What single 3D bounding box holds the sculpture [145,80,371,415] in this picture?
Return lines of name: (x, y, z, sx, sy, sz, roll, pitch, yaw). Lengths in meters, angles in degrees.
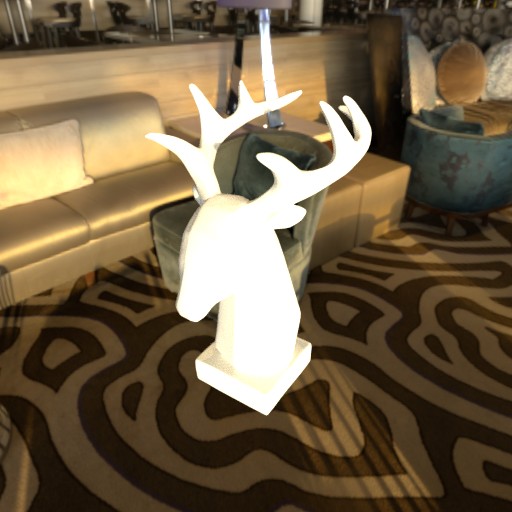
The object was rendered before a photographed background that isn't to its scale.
sculpture: (0.000, 0.000, 0.469, 0.174, 0.329, 0.224, 19, 35, 29)
